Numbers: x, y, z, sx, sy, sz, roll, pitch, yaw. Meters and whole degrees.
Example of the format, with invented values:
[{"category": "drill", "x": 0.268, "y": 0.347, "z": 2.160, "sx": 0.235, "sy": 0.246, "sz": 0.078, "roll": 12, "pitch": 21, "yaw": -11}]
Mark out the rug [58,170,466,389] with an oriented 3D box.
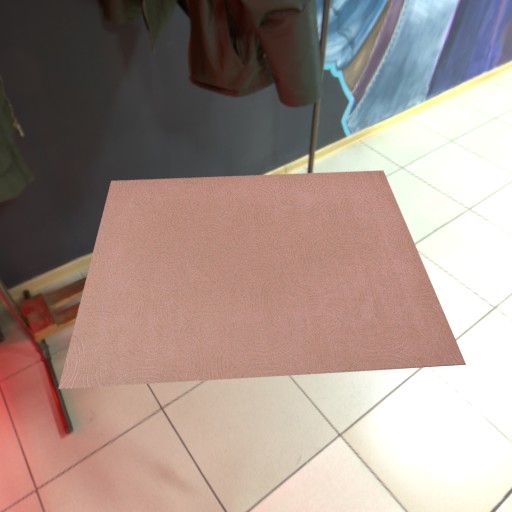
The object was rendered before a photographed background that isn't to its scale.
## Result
[{"category": "rug", "x": 0.000, "y": 0.000, "z": 3.497, "sx": 2.584, "sy": 0.011, "sz": 2.073, "roll": -3, "pitch": 47, "yaw": -2}]
